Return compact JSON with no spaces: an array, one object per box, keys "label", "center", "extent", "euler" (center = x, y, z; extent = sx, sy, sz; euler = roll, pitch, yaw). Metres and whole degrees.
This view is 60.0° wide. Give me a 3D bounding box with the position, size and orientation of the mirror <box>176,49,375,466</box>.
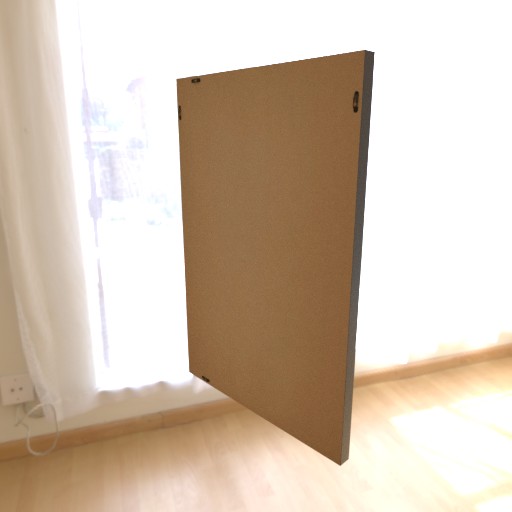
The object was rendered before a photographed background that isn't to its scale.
[{"label":"mirror","center":[0.000,0.000,1.159],"extent":[0.040,0.915,0.609],"euler":[-14,21,-42]}]
